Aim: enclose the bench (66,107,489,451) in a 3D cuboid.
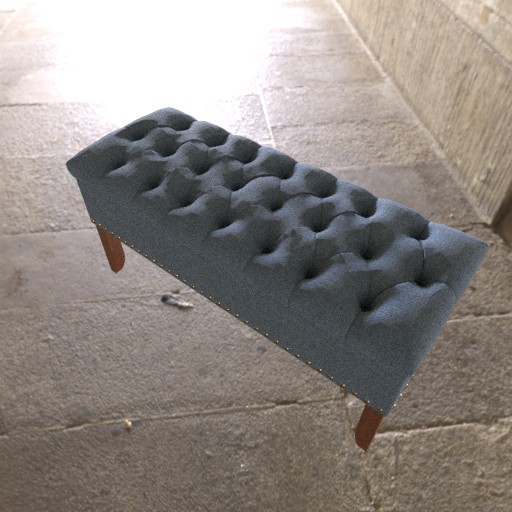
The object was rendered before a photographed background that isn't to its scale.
[{"bbox_3d":[0.000,0.000,1.278,1.052,0.492,0.417,30,53,25],"label":"bench"}]
